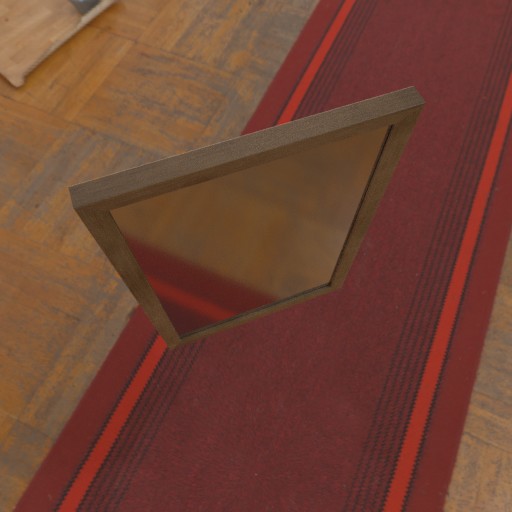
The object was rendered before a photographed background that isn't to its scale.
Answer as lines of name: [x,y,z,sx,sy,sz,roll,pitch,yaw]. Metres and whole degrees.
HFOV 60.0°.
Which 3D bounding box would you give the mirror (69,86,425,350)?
mirror: [0.000,0.000,0.924,0.507,0.710,0.040,-19,65,-9]
